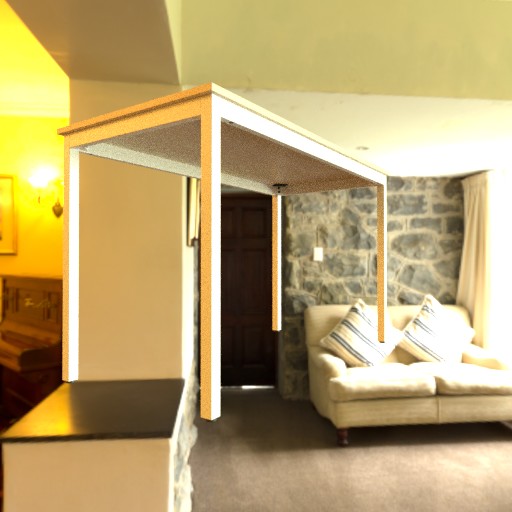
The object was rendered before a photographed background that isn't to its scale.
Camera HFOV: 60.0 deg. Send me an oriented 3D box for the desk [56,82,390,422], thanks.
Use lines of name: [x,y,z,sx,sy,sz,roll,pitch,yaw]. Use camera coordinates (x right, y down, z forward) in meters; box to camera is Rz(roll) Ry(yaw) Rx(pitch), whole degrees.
desk: [0.000,0.000,1.625,0.600,0.750,1.200,0,-1,35]
